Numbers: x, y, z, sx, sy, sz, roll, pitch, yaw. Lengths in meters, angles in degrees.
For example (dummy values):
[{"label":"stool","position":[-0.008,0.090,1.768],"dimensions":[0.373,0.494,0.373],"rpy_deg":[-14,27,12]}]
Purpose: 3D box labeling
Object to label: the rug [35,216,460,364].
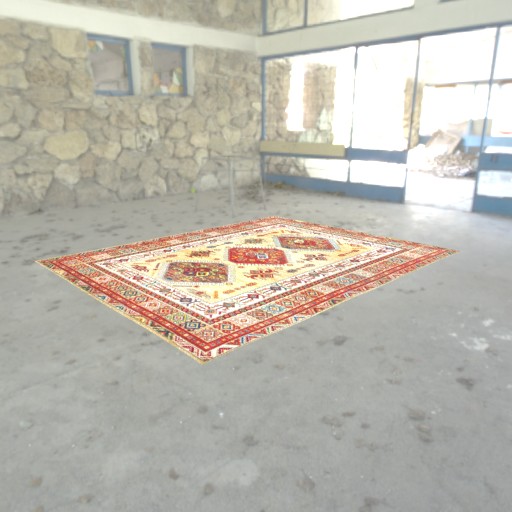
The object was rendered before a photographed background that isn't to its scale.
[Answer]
[{"label":"rug","position":[0.000,0.000,4.073],"dimensions":[3.067,0.005,2.460],"rpy_deg":[-15,22,-41]}]
